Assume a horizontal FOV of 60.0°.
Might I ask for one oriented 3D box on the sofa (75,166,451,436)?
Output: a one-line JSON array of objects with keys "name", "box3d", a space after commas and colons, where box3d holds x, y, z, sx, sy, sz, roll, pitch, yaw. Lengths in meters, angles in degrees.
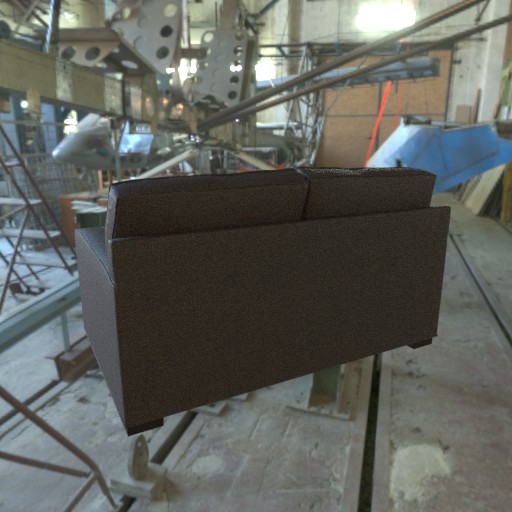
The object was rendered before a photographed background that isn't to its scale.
[{"name": "sofa", "box3d": [0.000, 0.000, 2.157, 1.534, 0.887, 0.974, -8, 17, -27]}]
